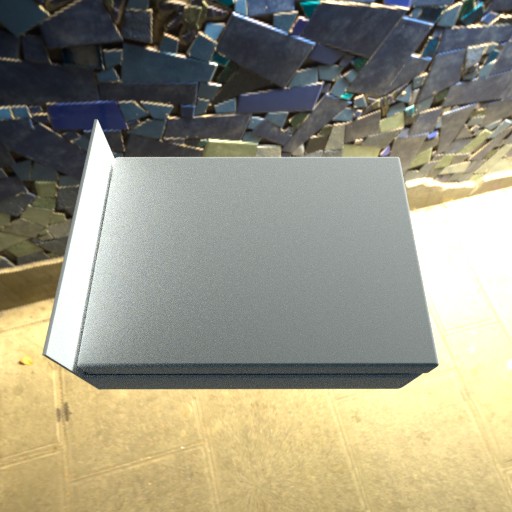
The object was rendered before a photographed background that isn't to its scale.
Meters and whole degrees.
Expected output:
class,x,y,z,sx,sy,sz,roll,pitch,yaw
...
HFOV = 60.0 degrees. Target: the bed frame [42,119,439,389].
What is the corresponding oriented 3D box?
class,x,y,z,sx,sy,sz,roll,pitch,yaw
bed frame,0.000,0.000,2.643,1.900,0.800,1.400,0,63,0
